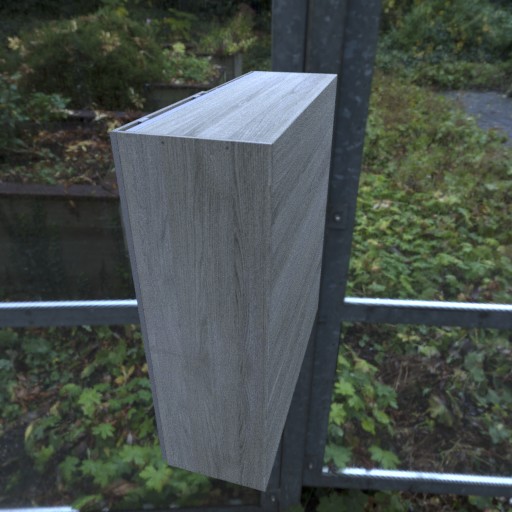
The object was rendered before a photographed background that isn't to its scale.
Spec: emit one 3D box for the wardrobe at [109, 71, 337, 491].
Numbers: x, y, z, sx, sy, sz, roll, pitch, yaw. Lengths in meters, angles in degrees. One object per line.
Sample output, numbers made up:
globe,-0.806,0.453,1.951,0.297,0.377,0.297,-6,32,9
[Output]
wardrobe,0.000,0.000,2.810,0.629,1.960,1.780,8,31,14
